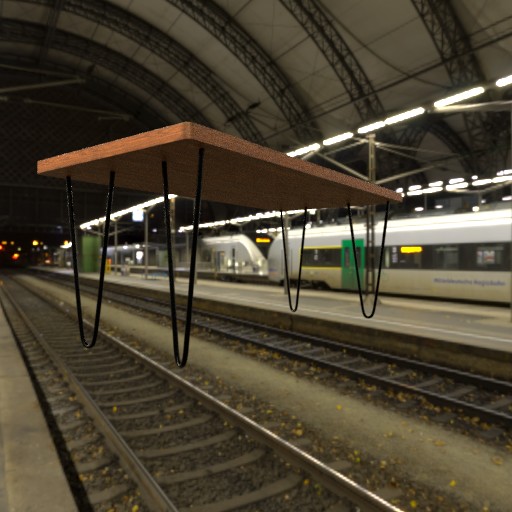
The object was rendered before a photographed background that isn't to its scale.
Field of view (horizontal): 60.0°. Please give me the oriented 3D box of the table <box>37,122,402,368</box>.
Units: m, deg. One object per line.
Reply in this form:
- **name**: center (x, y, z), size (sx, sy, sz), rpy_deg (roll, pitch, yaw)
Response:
- **table**: center (0.000, 0.000, 2.235), size (0.883, 0.753, 1.791), rpy_deg (0, -1, 37)
